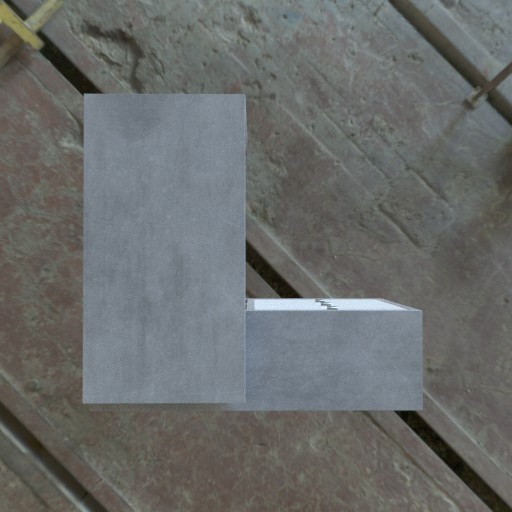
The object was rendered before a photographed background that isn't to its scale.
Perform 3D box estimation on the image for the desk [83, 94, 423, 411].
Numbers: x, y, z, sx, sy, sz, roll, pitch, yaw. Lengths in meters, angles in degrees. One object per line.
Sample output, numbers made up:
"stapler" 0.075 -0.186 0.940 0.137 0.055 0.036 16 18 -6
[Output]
"desk" 0.000 0.000 2.291 1.500 0.740 1.400 0 89 0
